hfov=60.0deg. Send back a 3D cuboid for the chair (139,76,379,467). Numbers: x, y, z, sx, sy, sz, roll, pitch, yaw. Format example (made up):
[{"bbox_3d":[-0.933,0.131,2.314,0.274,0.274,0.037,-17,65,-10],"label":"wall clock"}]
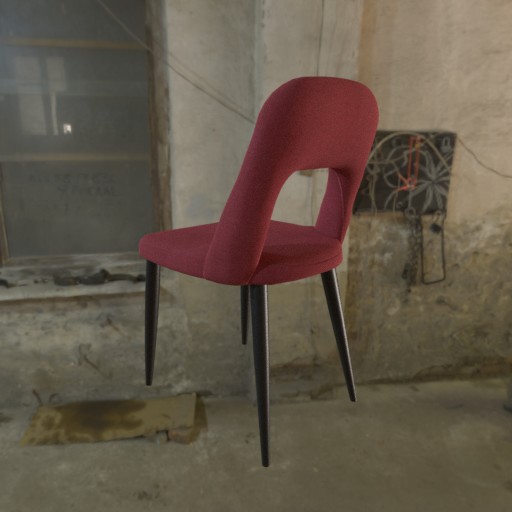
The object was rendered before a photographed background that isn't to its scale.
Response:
[{"bbox_3d":[0.000,0.000,1.248,0.483,0.892,0.569,-14,21,-42],"label":"chair"}]
